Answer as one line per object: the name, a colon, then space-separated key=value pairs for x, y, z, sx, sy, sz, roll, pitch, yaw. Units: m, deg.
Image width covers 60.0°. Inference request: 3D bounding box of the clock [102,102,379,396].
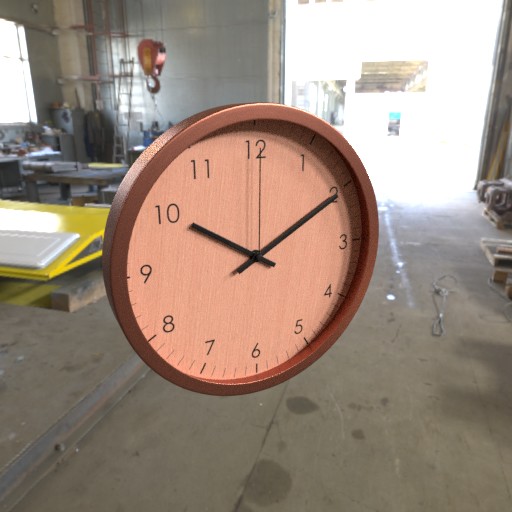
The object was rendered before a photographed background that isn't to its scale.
clock: x=0.000 y=0.000 z=0.480 sx=0.313 sy=0.313 sz=0.040 roll=-9 pitch=20 yaw=-27
